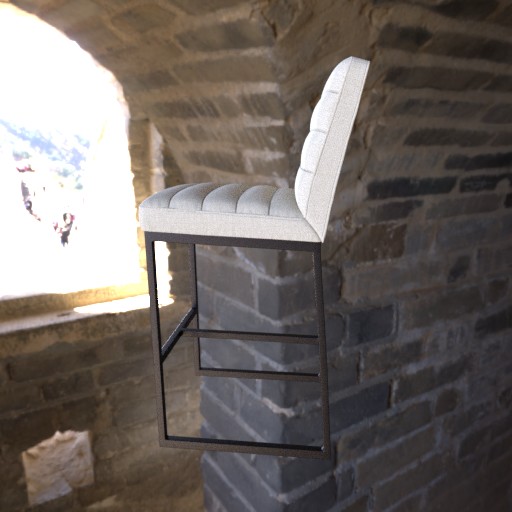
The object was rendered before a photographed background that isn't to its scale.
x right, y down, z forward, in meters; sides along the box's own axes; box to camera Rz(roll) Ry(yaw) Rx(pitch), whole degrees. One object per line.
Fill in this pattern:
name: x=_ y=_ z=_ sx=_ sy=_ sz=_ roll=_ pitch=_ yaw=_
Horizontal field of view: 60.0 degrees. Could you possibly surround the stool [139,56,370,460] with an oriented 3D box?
stool: x=0.000 y=0.000 z=1.337 sx=0.560 sy=1.040 sz=0.460 roll=2 pitch=14 yaw=6
